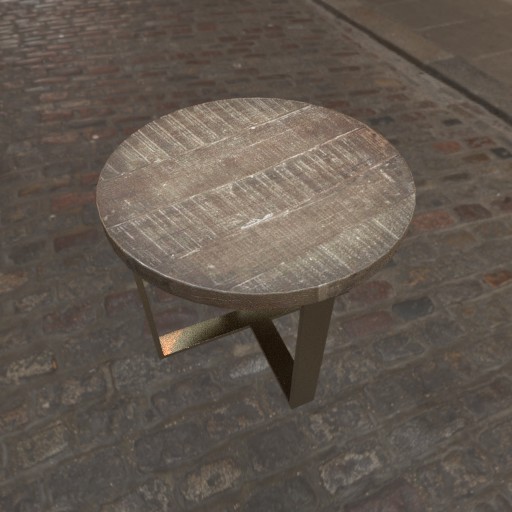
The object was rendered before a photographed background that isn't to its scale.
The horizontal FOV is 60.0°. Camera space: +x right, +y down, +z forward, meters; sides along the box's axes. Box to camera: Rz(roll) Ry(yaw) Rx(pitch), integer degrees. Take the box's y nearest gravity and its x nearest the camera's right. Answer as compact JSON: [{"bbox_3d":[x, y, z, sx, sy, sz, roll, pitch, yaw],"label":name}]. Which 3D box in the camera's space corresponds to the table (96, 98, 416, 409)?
[{"bbox_3d":[0.000,0.000,0.954,0.557,0.437,0.557,0,47,0],"label":"table"}]
